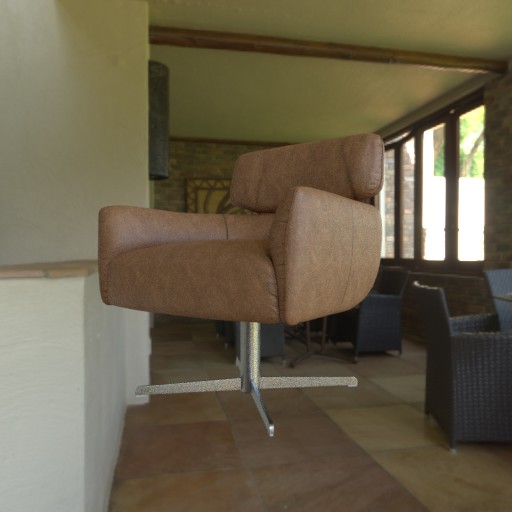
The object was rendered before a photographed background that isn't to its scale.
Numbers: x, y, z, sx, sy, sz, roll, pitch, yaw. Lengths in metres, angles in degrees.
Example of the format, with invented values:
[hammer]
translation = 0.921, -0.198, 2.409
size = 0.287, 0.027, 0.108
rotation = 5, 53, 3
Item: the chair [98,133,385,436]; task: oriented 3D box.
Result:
[chair]
translation = 0.000, 0.000, 1.354
size = 0.706, 0.812, 0.715
rotation = 0, 0, 36
